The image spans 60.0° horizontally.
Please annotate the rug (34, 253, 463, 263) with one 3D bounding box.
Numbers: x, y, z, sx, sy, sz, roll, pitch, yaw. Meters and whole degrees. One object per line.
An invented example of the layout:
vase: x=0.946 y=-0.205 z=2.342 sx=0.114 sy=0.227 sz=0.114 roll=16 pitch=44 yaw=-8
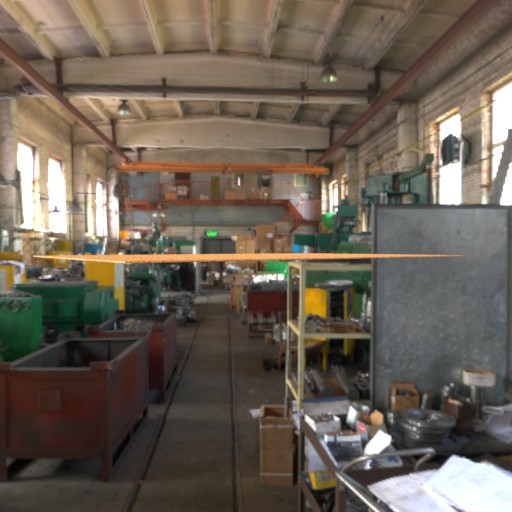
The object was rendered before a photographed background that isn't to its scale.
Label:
rug: x=0.000 y=0.000 z=2.148 sx=1.747 sy=0.006 sz=1.143 roll=-1 pitch=1 yaw=-37
